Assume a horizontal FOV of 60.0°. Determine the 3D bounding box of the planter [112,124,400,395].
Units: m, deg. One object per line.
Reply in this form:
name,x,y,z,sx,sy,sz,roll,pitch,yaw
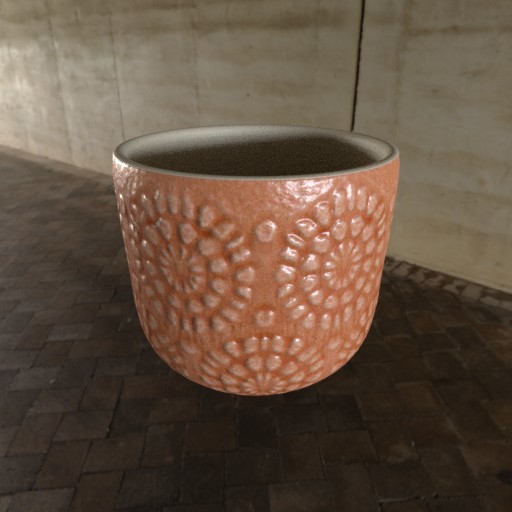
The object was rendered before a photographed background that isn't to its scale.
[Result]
planter,0.000,0.000,0.219,0.124,0.109,0.124,0,24,0
